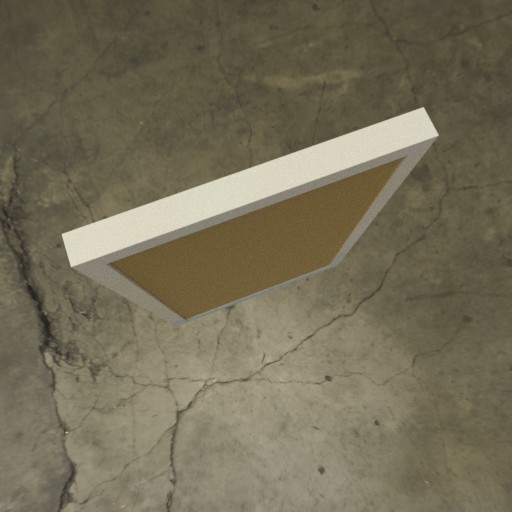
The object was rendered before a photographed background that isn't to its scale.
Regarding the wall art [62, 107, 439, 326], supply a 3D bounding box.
[{"bbox_3d":[0.000,0.000,0.759,0.408,0.611,0.038,-20,76,-5],"label":"wall art"}]
